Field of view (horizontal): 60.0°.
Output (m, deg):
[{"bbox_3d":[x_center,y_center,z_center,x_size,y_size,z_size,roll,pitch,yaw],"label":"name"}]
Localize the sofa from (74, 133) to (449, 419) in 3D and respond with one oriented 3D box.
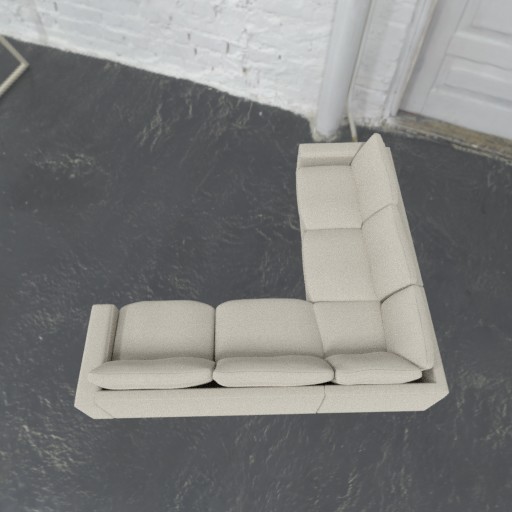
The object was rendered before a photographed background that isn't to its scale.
[{"bbox_3d":[0.000,0.000,4.695,3.206,0.918,3.066,-1,59,-1],"label":"sofa"}]
